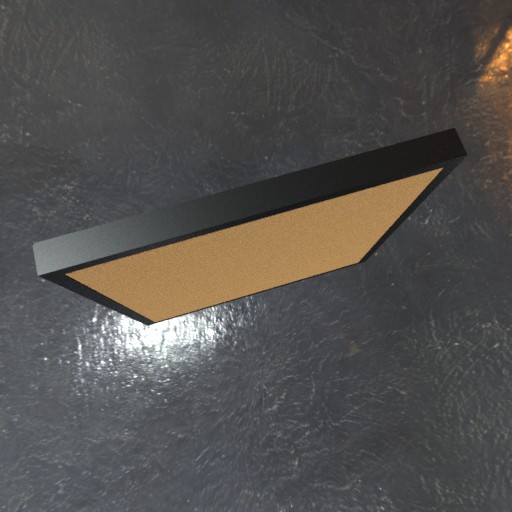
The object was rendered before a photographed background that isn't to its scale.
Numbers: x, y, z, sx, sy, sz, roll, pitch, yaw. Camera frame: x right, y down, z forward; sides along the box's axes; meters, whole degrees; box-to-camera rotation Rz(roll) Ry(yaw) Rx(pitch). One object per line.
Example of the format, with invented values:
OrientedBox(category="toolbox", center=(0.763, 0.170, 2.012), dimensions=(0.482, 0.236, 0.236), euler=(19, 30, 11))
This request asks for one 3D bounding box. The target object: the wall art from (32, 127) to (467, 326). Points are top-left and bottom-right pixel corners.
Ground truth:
OrientedBox(category="wall art", center=(0.000, 0.000, 0.749), dimensions=(0.506, 0.506, 0.038), euler=(-16, 76, -4))
